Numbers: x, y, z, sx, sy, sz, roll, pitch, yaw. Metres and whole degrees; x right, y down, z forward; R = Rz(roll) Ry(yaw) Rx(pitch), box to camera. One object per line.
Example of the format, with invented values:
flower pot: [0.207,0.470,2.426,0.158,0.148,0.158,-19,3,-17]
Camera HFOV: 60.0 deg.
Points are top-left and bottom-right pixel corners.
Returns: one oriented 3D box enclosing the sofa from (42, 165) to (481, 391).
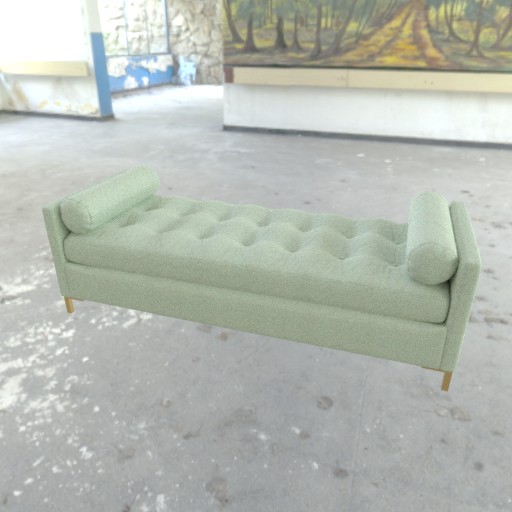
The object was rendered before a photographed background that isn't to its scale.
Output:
sofa: [0.000,0.000,2.438,2.102,0.705,0.796,8,27,16]
